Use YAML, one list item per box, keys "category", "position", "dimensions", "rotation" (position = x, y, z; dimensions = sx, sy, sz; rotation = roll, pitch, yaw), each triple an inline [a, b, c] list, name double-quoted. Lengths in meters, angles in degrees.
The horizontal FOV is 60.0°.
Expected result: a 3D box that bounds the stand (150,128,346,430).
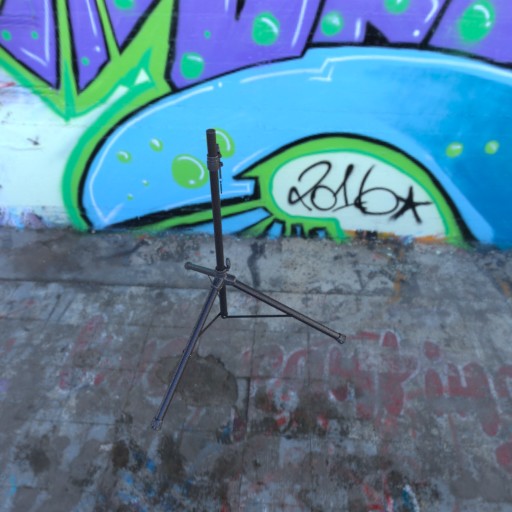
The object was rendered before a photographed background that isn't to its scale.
- category: "stand"
  position: [0.000, 0.000, 1.883]
  dimensions: [0.907, 1.136, 1.045]
  rotation: [2, 42, 2]
